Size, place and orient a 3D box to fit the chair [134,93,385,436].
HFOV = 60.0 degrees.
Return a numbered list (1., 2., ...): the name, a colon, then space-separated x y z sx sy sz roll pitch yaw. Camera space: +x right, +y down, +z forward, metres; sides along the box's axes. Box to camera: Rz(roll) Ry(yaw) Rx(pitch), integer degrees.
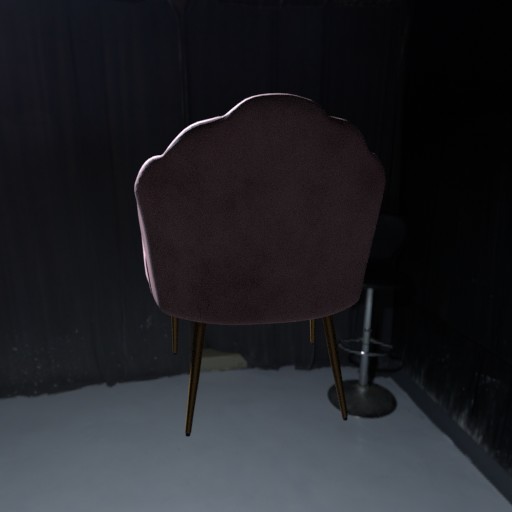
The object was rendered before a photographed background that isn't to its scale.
1. chair: 0.000 0.000 1.257 0.657 0.819 0.599 -2 15 -9
